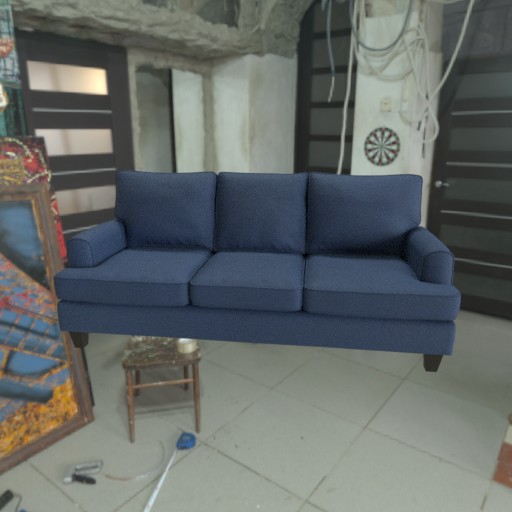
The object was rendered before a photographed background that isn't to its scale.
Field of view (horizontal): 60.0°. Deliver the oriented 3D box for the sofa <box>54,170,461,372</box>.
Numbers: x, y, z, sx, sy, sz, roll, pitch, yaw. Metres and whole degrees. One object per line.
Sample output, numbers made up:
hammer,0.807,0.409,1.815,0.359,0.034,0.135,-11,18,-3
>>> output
sofa,0.000,0.000,2.713,2.158,0.965,0.951,2,16,7
